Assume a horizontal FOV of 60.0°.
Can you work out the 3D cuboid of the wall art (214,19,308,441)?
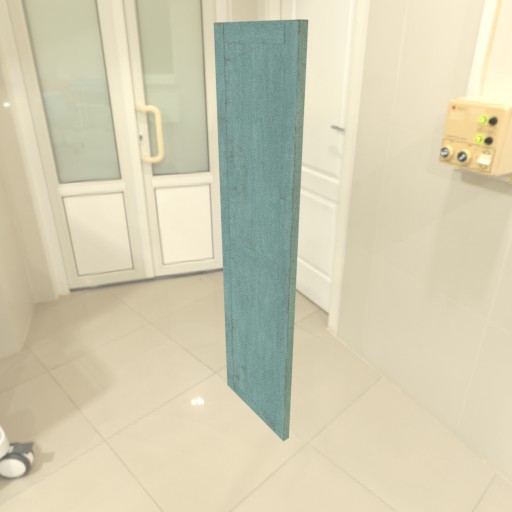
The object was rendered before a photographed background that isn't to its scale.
[{"bbox_3d":[0.000,0.000,1.302,0.025,1.219,0.329,-19,32,-33],"label":"wall art"}]
